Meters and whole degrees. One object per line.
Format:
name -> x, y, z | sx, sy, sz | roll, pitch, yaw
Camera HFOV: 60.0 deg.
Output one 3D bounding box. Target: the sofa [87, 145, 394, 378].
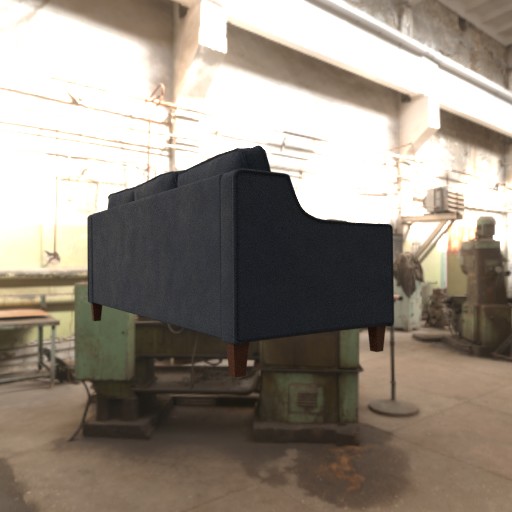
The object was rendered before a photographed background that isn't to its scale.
sofa -> 0.000, 0.000, 3.310 | 1.858, 1.066, 2.317 | 0, -1, -35
